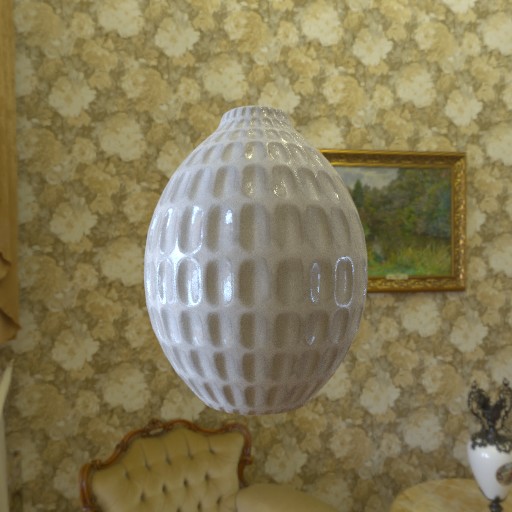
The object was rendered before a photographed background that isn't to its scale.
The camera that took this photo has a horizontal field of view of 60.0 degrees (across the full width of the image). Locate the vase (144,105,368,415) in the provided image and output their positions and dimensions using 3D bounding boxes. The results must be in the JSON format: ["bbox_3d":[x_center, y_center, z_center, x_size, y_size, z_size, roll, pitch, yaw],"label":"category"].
[{"bbox_3d":[0.000,0.000,0.262,0.128,0.167,0.128,0,-1,0],"label":"vase"}]
